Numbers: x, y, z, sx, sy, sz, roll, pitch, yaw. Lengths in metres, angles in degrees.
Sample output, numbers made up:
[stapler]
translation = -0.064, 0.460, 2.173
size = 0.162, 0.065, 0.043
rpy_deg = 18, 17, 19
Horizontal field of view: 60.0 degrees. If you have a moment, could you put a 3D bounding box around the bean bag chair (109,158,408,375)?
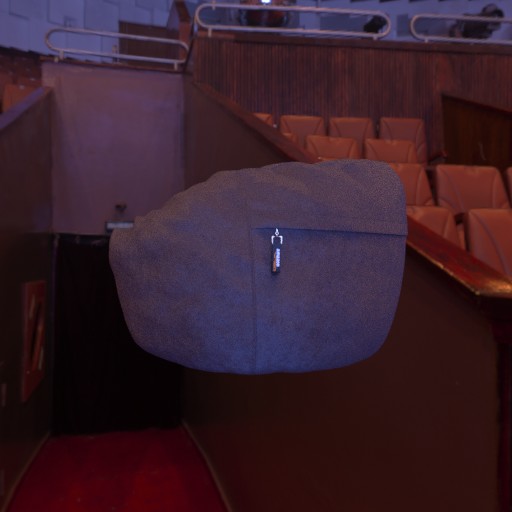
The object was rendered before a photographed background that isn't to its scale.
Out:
[bean bag chair]
translation = 0.000, 0.000, 1.978
size = 1.245, 0.821, 1.245
rpy_deg = 0, 0, 0
